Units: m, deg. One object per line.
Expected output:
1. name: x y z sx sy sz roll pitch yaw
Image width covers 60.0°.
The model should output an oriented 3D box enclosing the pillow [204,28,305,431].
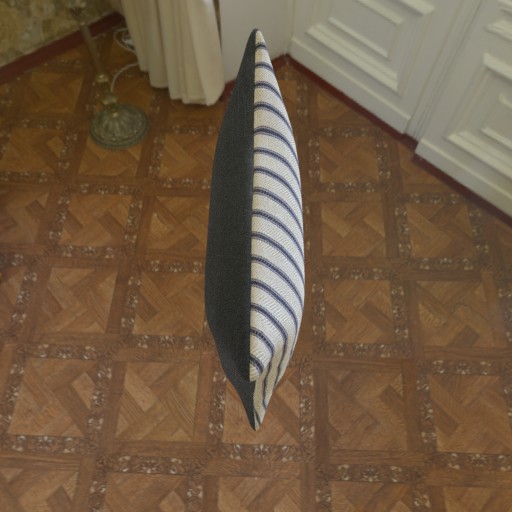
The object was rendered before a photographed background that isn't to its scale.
1. pillow: 0.000 0.000 0.686 0.138 0.444 0.468 1 63 0
